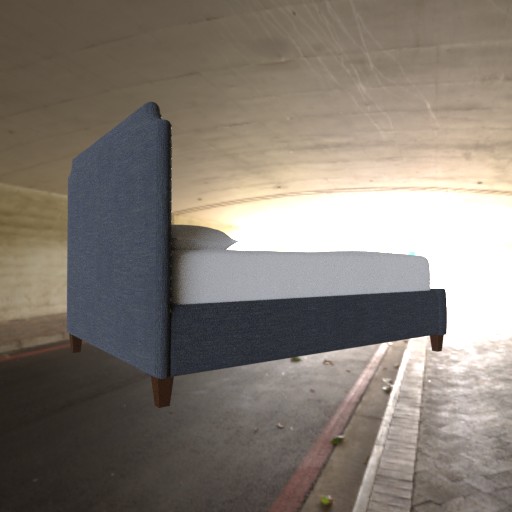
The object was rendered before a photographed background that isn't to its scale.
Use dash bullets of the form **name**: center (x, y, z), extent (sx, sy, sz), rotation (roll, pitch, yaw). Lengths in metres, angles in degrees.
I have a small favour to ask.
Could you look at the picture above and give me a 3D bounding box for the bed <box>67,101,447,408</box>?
- **bed**: center (0.000, 0.000, 3.354), extent (2.372, 1.443, 1.713), rotation (1, -1, -36)
